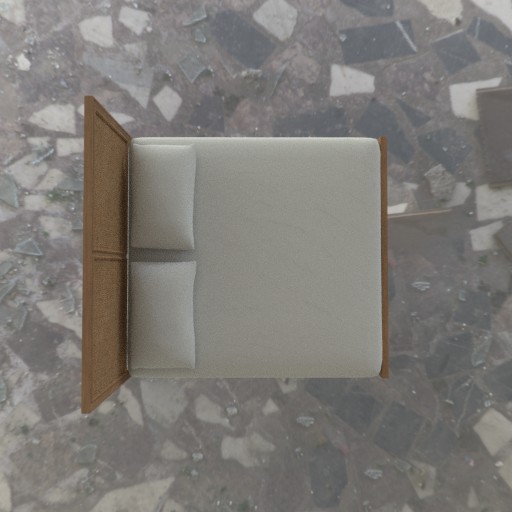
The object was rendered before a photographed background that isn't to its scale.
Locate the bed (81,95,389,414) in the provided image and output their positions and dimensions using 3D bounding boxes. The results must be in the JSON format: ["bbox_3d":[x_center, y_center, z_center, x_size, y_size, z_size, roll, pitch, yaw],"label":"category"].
[{"bbox_3d":[0.000,0.000,3.486,2.184,1.387,2.003,0,89,0],"label":"bed"}]
